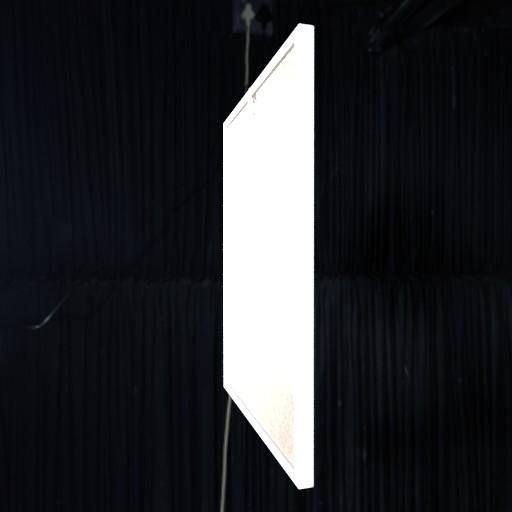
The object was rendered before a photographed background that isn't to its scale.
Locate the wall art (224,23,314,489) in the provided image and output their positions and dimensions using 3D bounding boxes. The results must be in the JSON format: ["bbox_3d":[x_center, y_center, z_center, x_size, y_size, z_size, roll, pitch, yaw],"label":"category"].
[{"bbox_3d":[0.000,0.000,1.395,0.042,1.056,0.805,0,0,-16],"label":"wall art"}]
